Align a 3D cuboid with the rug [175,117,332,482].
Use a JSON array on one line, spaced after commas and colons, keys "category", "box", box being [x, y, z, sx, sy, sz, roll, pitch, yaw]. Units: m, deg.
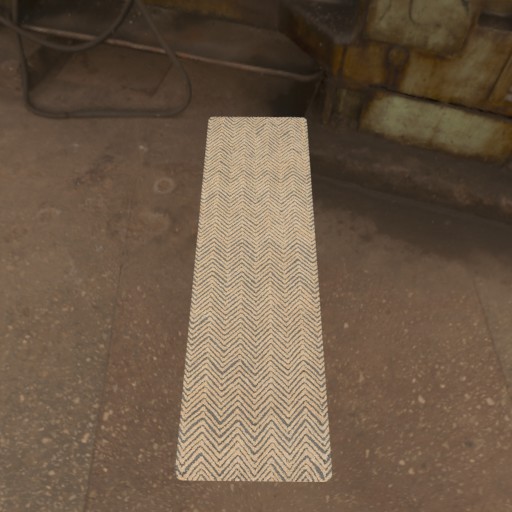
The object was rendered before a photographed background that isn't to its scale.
[{"category": "rug", "box": [0.000, 0.000, 2.518, 0.686, 0.008, 2.286, 0, 58, 0]}]
